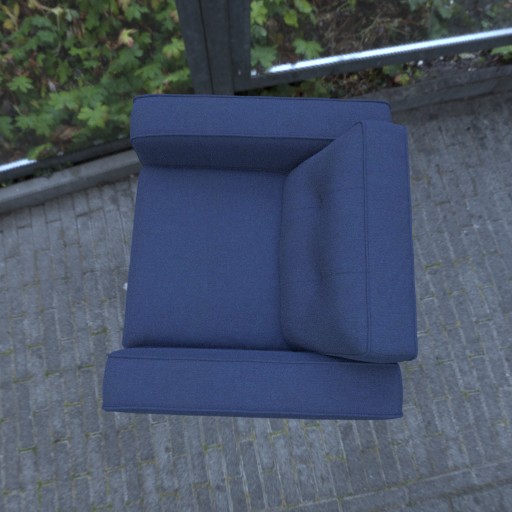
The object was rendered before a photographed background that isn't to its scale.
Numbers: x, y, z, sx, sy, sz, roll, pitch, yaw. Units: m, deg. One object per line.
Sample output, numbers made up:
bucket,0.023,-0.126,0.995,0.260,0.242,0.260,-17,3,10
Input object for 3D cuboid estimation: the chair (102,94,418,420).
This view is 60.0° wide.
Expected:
chair,0.000,0.000,1.649,0.953,0.783,1.118,2,77,0
